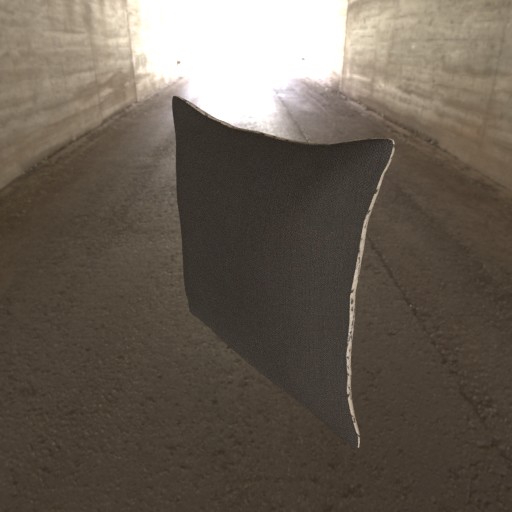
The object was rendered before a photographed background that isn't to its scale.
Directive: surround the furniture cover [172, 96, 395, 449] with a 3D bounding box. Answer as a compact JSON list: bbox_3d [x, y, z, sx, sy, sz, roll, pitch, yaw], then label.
[{"bbox_3d":[0.000,0.000,0.787,0.180,0.498,0.525,-18,31,-33],"label":"furniture cover"}]
